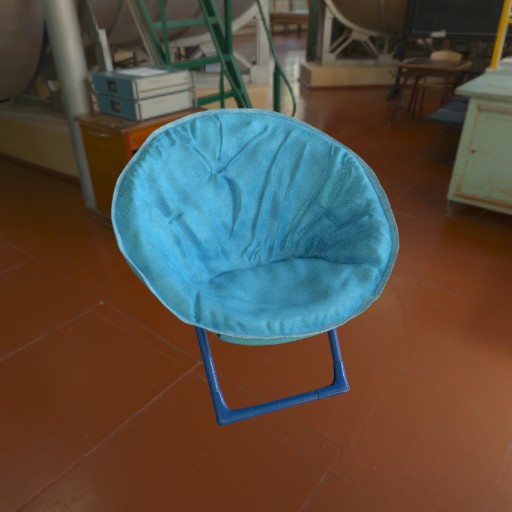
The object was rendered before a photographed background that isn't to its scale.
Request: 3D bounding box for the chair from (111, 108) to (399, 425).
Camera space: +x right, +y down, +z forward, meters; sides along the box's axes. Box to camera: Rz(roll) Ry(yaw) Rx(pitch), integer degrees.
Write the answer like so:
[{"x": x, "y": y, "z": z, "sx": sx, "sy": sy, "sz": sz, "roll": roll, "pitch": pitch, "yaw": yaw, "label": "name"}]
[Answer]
[{"x": 0.000, "y": 0.000, "z": 0.890, "sx": 0.520, "sy": 0.478, "sz": 0.465, "roll": -9, "pitch": 33, "yaw": -15, "label": "chair"}]
